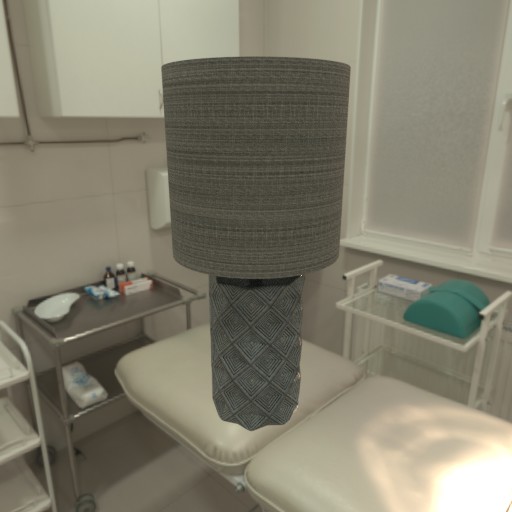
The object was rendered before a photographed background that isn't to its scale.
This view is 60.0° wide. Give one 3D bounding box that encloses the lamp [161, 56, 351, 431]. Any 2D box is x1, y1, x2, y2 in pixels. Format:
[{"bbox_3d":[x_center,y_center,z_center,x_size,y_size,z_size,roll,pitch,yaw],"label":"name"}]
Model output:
[{"bbox_3d":[0.000,0.000,0.725,0.268,0.566,0.269,16,23,42],"label":"lamp"}]
